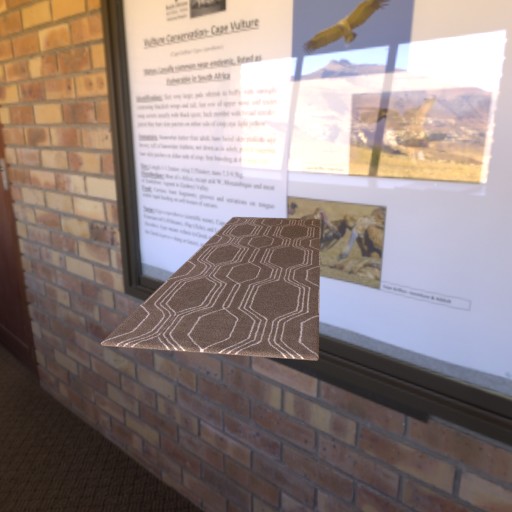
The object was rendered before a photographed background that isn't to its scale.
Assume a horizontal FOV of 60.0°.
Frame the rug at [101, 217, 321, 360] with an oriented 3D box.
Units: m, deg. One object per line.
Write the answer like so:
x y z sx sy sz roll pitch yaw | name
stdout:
0.000 0.000 2.702 0.773 0.012 2.464 2 16 8 | rug
